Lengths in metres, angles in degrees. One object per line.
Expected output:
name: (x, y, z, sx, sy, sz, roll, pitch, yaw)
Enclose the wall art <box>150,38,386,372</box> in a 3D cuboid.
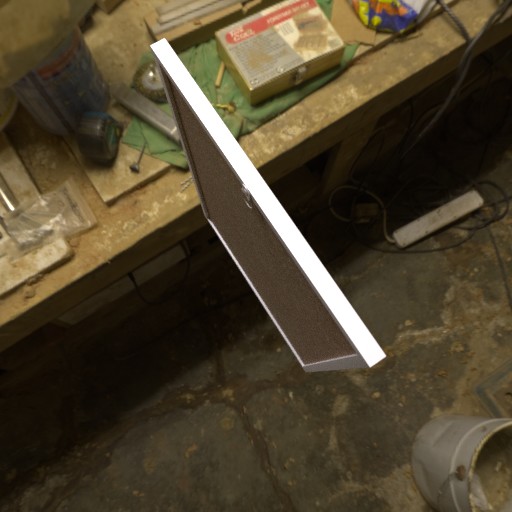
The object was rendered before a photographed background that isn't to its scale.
wall art: (0.000, 0.000, 1.385, 0.042, 1.056, 0.805, -32, 77, -8)
